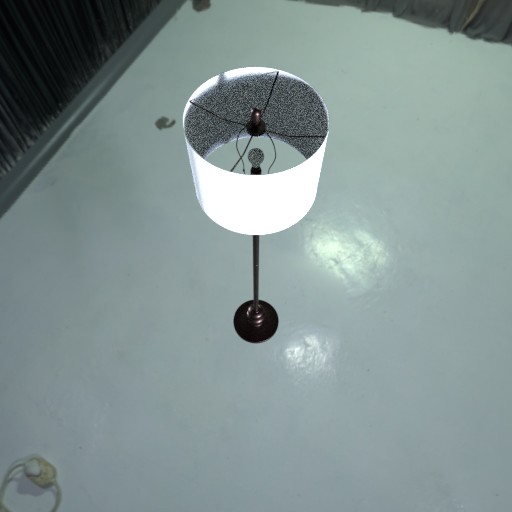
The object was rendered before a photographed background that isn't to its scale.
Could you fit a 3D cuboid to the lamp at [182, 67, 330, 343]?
[{"bbox_3d":[0.000,0.000,1.707,0.356,1.487,0.356,17,63,9],"label":"lamp"}]
